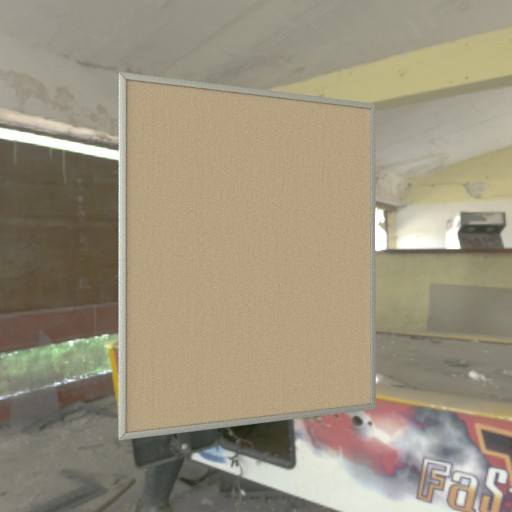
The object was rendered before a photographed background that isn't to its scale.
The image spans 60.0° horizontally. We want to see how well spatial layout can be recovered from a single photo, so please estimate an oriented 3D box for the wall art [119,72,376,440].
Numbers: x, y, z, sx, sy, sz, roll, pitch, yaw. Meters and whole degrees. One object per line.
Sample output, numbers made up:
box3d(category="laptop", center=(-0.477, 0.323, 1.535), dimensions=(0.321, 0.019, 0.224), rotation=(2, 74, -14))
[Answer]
box3d(category="wall art", center=(0.000, 0.000, 0.752), dimensions=(0.445, 0.553, 0.039), rotation=(0, 0, -18))
